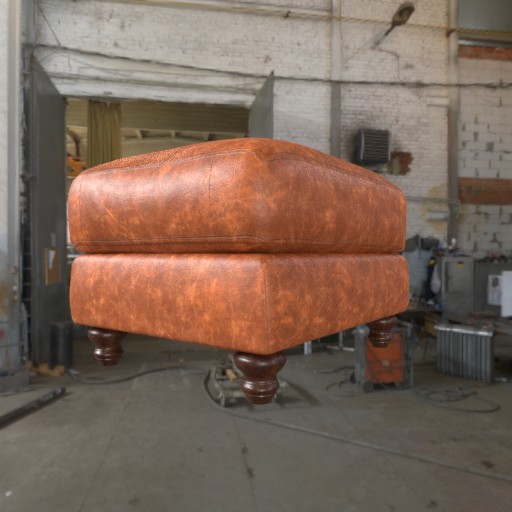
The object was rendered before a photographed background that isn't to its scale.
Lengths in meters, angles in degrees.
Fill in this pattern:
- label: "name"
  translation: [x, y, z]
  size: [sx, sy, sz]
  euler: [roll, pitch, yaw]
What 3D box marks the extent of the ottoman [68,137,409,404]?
- label: "ottoman"
  translation: [0.000, 0.000, 1.262]
  size: [0.657, 0.562, 0.832]
  euler: [0, 0, 36]
